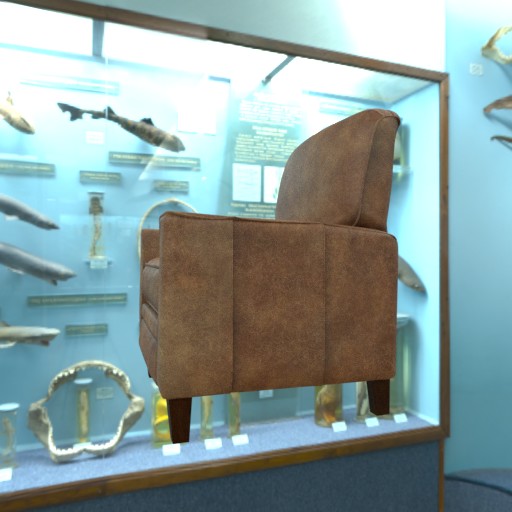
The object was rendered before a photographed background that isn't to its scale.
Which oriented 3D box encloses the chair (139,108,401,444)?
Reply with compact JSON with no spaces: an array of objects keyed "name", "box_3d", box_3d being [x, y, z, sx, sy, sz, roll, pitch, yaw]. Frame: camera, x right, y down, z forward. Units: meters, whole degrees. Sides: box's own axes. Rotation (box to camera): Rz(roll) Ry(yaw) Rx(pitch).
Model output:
[{"name":"chair","box_3d":[0.000,0.000,1.686,0.836,1.043,0.843,0,0,-19]}]
